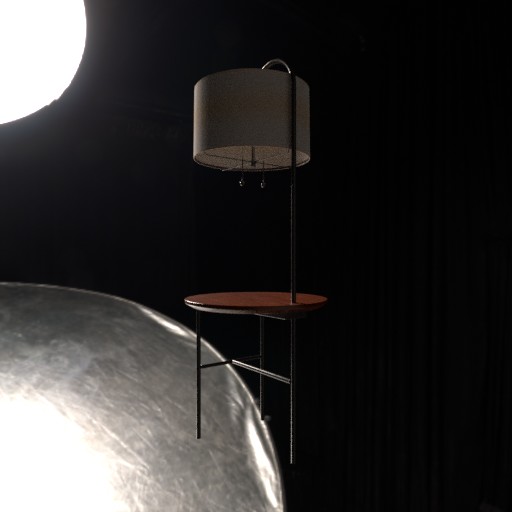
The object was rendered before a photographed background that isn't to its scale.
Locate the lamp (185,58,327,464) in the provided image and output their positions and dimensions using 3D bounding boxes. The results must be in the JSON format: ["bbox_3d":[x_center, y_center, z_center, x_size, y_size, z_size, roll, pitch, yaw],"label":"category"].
[{"bbox_3d":[0.000,0.000,1.805,0.573,1.517,0.573,0,0,0],"label":"lamp"}]
